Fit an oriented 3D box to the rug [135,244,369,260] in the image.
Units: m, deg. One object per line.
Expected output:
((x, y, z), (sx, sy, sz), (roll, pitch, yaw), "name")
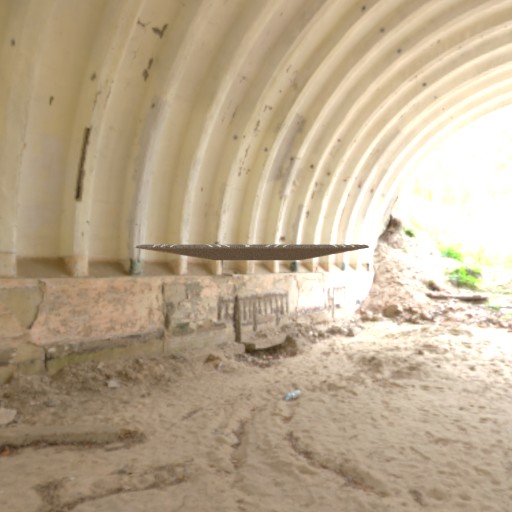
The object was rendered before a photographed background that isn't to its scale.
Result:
((0.000, 0.000, 2.686), (0.773, 0.012, 2.464), (0, -2, 1), "rug")
